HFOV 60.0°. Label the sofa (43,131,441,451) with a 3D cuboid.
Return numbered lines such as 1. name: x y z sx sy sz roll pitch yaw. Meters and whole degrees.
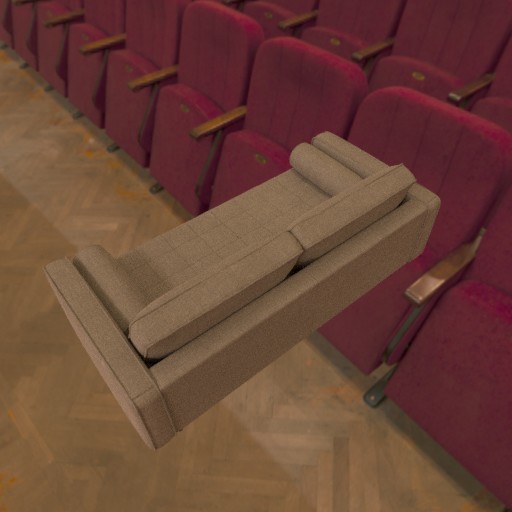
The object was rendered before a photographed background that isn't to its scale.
1. sofa: 0.000 0.000 2.349 1.879 0.762 0.914 -31 54 -25
